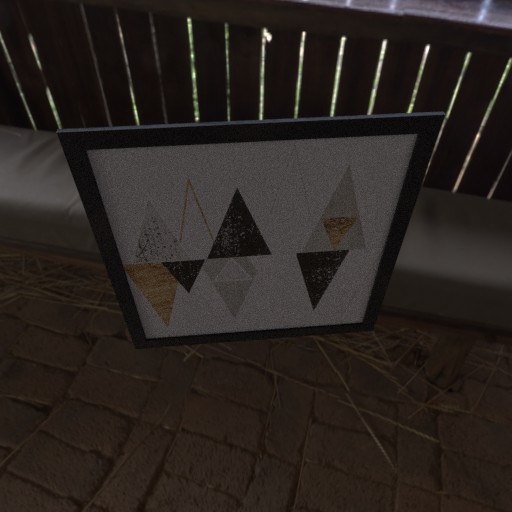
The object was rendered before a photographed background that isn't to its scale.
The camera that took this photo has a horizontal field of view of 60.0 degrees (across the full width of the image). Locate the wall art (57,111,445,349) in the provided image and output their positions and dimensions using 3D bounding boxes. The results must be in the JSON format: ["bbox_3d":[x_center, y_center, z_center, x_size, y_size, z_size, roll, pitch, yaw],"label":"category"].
[{"bbox_3d":[0.000,0.000,1.238,0.823,0.823,0.013,-4,46,-4],"label":"wall art"}]
